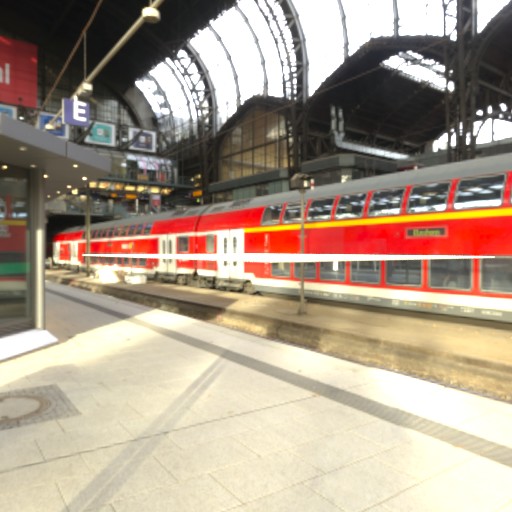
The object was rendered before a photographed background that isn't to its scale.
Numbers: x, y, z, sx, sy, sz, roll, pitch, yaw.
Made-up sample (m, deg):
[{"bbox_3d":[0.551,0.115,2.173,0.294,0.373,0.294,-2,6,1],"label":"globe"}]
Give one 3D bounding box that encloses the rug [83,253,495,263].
[{"bbox_3d":[0.000,0.000,2.260,1.226,0.007,1.815,-1,1,-36],"label":"rug"}]
